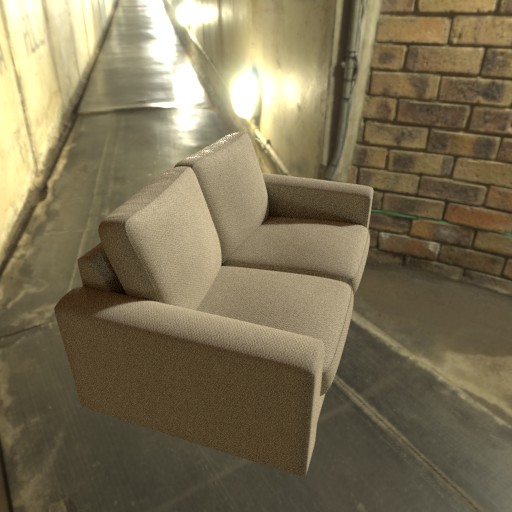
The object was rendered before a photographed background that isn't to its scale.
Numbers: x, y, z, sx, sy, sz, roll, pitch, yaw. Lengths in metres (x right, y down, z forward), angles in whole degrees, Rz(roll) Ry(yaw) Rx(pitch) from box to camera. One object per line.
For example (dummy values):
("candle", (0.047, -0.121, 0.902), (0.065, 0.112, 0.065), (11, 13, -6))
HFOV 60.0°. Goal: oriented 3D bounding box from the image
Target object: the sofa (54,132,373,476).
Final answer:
("sofa", (0.000, 0.000, 2.187), (1.016, 0.873, 1.616), (10, 32, 16))
